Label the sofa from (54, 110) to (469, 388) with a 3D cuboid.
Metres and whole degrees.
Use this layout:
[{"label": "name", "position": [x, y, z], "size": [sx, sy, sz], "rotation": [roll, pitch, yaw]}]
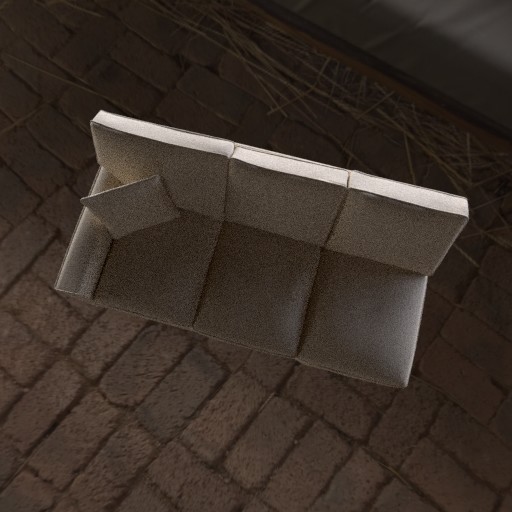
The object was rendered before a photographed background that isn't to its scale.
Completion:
[{"label": "sofa", "position": [0.000, 0.000, 2.546], "size": [1.962, 0.946, 1.034], "rotation": [14, 77, 4]}]
